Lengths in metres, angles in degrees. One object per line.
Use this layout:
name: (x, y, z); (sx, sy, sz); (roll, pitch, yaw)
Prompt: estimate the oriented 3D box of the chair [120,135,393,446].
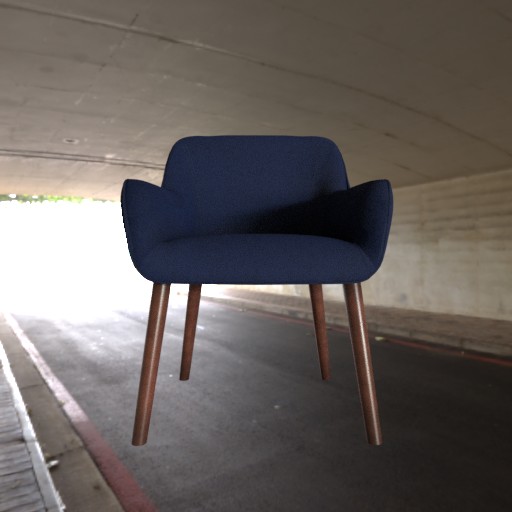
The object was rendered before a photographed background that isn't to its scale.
chair: (0.000, 0.000, 1.242); (0.600, 0.820, 0.600); (0, 0, -1)
